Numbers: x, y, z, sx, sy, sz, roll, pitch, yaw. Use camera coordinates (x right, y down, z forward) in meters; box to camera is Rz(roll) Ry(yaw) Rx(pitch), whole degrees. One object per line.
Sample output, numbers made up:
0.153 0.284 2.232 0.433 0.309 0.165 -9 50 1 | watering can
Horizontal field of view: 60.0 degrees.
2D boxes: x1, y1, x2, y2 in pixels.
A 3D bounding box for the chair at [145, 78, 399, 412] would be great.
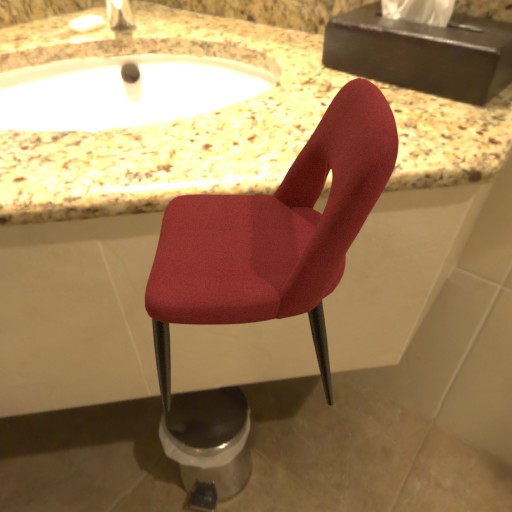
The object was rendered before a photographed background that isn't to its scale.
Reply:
0.000 0.000 1.218 0.569 0.892 0.483 0 42 0 | chair
